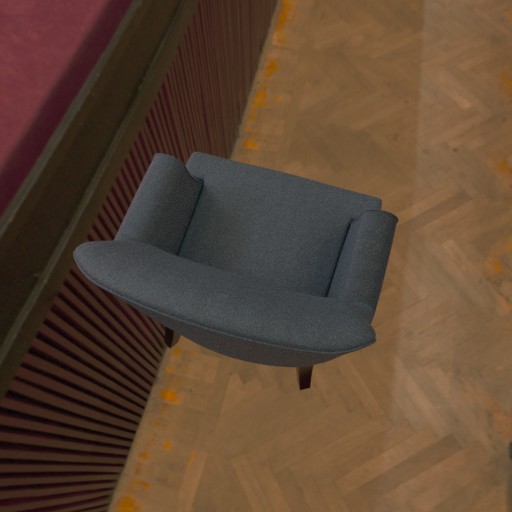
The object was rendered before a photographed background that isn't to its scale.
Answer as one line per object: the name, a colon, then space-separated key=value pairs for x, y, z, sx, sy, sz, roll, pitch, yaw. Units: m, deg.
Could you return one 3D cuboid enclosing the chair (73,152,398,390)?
chair: x=0.000 y=0.000 z=1.423 sx=0.770 sy=0.878 sz=0.754 roll=16 pitch=66 yaw=7
